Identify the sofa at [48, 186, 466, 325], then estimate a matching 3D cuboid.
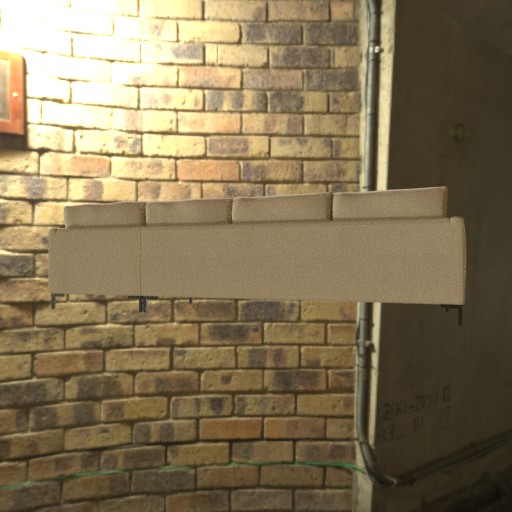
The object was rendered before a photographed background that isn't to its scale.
[{"bbox_3d":[0.000,0.000,2.960,2.445,0.677,1.126,0,-1,18],"label":"sofa"}]
